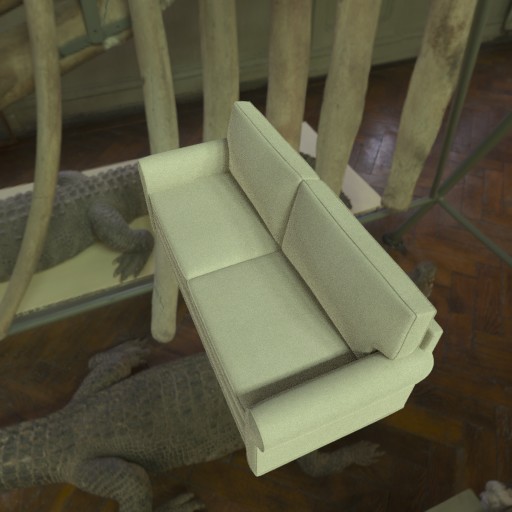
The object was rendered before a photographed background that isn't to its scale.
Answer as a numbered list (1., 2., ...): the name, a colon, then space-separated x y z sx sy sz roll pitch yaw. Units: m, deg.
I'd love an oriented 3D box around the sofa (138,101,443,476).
1. sofa: 0.000 0.000 2.619 0.901 0.962 2.146 -18 49 -16
